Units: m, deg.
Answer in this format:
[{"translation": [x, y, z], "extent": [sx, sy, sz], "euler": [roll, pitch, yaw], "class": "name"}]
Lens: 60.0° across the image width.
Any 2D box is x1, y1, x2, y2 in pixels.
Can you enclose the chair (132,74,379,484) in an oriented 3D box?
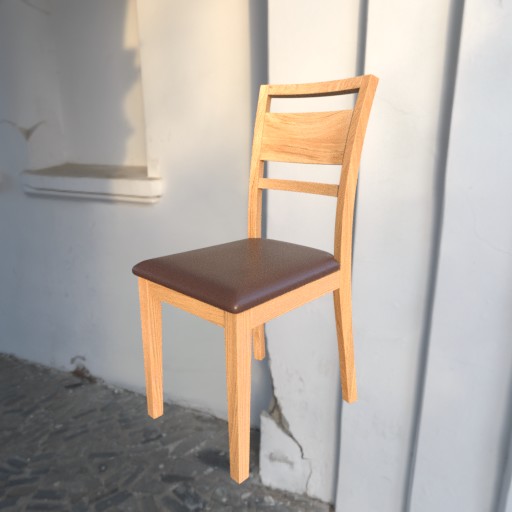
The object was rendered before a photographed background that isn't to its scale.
[{"translation": [0.000, 0.000, 1.221], "extent": [0.420, 0.940, 0.545], "euler": [14, 21, 42], "class": "chair"}]
